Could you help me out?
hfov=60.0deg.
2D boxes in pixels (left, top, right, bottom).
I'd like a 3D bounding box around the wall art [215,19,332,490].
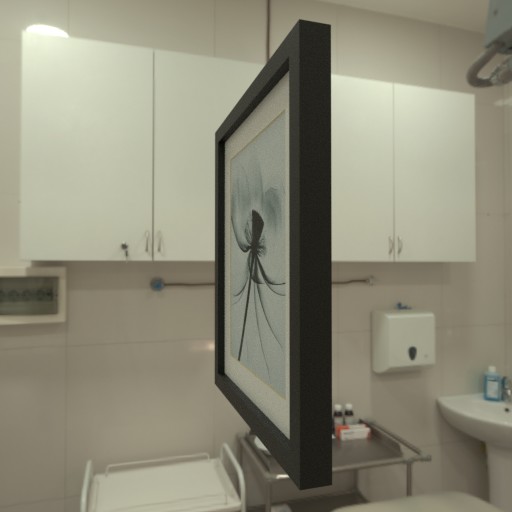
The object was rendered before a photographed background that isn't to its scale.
[{"bbox_3d":[0.000,0.000,0.520,0.029,0.381,0.330,0,-1,-17],"label":"wall art"}]
